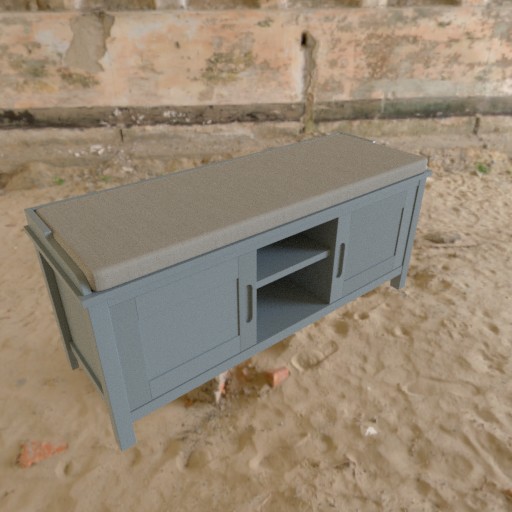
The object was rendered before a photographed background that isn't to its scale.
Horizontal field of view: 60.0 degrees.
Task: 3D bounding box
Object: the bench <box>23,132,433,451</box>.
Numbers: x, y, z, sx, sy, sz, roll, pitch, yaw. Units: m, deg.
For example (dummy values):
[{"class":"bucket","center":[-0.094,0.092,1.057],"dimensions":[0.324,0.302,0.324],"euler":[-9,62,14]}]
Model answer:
[{"class":"bench","center":[0.000,0.000,1.360],"dimensions":[1.140,0.501,0.398],"euler":[-22,37,-32]}]
